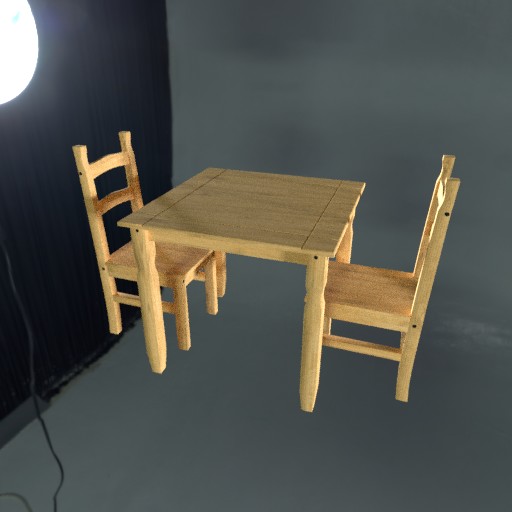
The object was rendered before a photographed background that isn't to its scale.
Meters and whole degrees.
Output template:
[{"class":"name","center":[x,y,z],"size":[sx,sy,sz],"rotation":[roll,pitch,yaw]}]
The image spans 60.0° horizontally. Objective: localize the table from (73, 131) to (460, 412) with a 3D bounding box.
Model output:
[{"class":"table","center":[0.000,0.000,1.991],"size":[1.501,0.942,0.813],"rotation":[9,28,17]}]
